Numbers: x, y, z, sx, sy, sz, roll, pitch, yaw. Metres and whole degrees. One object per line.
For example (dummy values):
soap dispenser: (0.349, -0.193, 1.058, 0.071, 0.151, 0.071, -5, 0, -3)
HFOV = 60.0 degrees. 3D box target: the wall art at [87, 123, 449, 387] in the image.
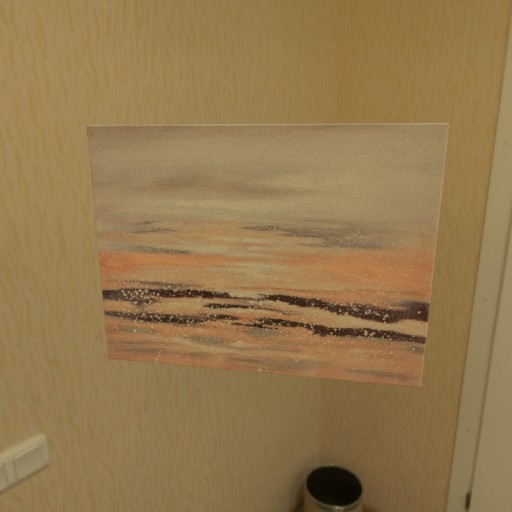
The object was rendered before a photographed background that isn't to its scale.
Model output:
wall art: (0.000, 0.000, 1.339, 1.015, 0.763, 0.038, 3, 15, 10)
